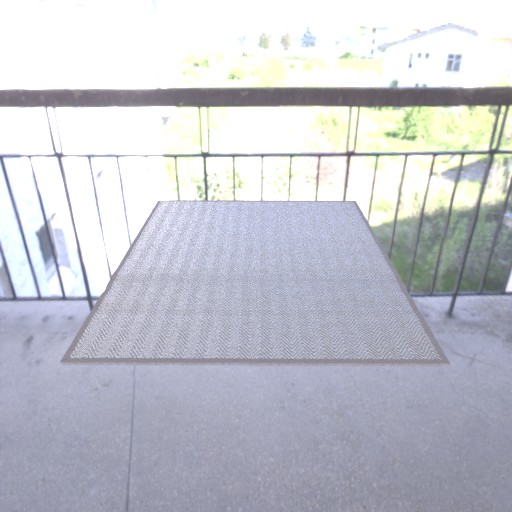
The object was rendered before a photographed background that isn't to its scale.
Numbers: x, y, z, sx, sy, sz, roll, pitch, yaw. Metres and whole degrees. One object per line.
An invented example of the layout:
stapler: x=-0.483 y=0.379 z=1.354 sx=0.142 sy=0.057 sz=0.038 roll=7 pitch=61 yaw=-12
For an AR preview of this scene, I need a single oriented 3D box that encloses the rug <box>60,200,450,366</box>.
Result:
rug: x=0.000 y=0.000 z=4.090 sx=2.434 sy=0.032 sz=3.007 roll=0 pitch=27 yaw=0
